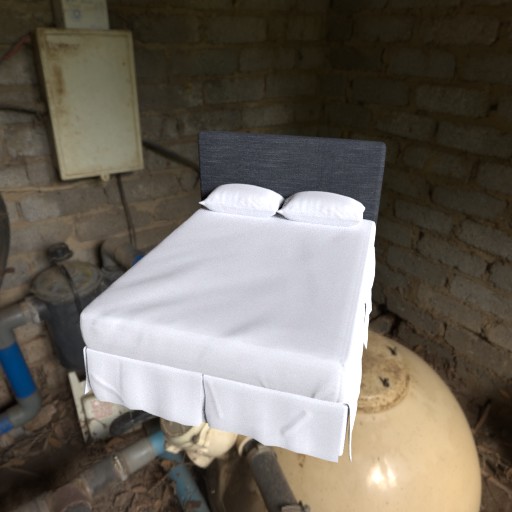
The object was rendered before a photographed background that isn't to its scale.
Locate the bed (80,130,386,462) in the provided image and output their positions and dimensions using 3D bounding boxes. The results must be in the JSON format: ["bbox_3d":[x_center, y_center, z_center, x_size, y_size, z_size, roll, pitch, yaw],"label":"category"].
[{"bbox_3d":[0.000,0.000,3.234,1.723,1.330,2.142,8,28,15],"label":"bed"}]
